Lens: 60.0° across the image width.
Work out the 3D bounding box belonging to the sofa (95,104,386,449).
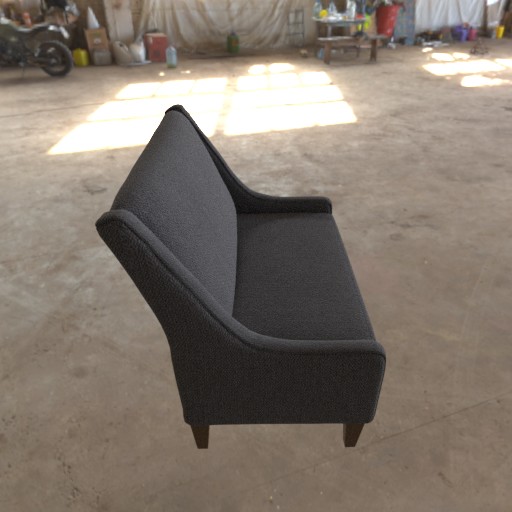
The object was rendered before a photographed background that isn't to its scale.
[{"bbox_3d":[0.000,0.000,1.934,0.873,1.022,1.242,0,33,-1],"label":"sofa"}]
